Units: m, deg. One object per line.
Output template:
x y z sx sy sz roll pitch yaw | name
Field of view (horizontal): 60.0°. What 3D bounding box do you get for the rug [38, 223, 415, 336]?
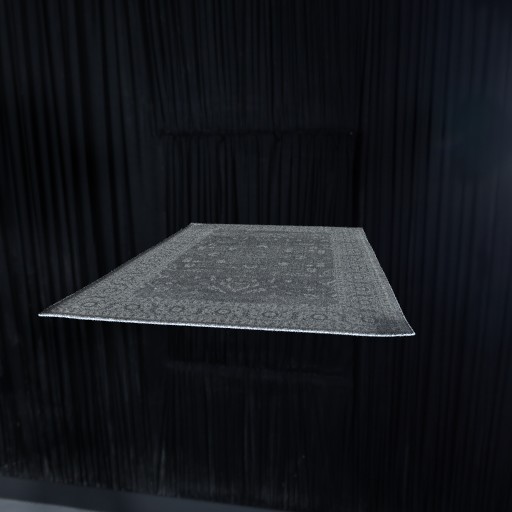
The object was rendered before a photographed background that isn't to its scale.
0.000 0.000 2.260 1.209 0.019 1.828 2 14 8 | rug
